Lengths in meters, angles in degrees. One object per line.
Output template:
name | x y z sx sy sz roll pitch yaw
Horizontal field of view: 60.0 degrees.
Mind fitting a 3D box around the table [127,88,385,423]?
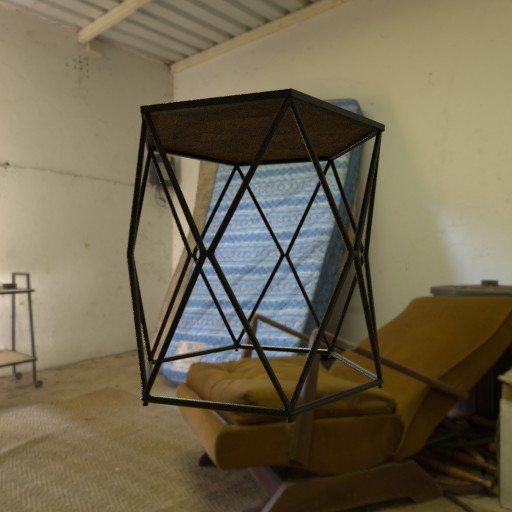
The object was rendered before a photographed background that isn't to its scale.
table | 0.000 0.000 1.034 0.578 0.564 0.579 0 0 17
